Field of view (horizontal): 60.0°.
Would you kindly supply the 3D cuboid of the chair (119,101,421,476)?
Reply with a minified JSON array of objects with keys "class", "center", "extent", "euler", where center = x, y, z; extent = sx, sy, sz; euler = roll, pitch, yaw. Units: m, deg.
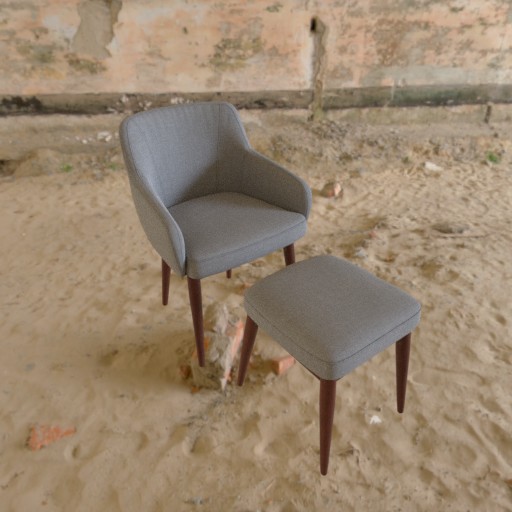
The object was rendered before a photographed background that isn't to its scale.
[{"class":"chair","center":[0.000,0.000,1.510],"extent":[0.584,0.799,1.107],"euler":[-22,38,-31]}]
